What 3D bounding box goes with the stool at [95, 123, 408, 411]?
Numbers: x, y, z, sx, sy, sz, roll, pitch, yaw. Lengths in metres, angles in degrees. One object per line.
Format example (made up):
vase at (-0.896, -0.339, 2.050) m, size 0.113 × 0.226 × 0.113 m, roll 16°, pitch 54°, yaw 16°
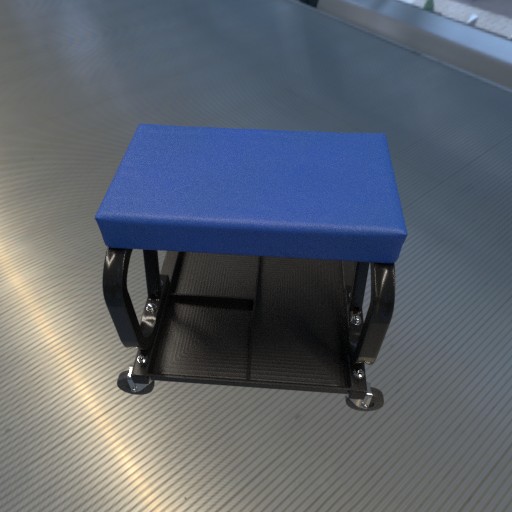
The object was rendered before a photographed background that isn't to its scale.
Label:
stool at (0.000, 0.000, 0.735) m, size 0.446 × 0.380 × 0.371 m, roll 3°, pitch 47°, yaw 3°
